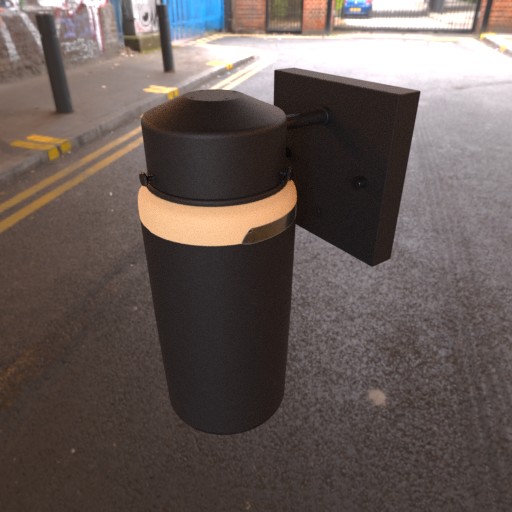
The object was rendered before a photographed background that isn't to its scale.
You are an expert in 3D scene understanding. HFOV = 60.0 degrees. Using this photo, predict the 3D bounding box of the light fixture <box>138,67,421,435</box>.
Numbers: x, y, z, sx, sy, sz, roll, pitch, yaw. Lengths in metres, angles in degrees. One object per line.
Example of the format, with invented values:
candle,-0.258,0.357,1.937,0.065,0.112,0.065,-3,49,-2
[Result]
light fixture,0.000,0.000,0.359,0.176,0.257,0.130,-20,36,-30
